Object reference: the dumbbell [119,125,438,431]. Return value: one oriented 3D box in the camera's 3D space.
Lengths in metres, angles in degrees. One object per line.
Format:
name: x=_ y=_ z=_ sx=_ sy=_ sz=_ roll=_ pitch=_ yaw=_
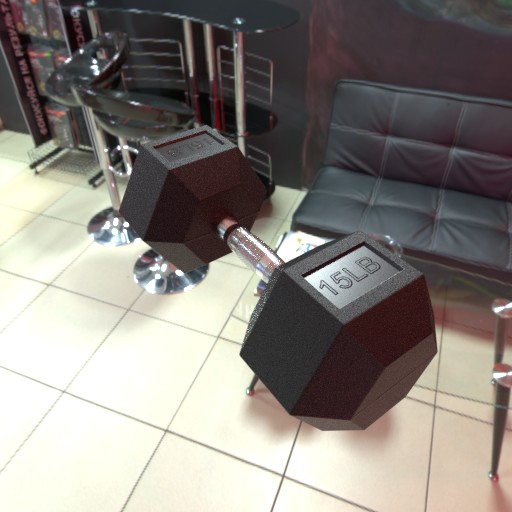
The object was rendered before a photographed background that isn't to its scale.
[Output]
dumbbell: x=0.000 y=0.000 z=0.334 sx=0.122 sy=0.106 sz=0.271 roll=-26 pitch=48 yaw=-26
